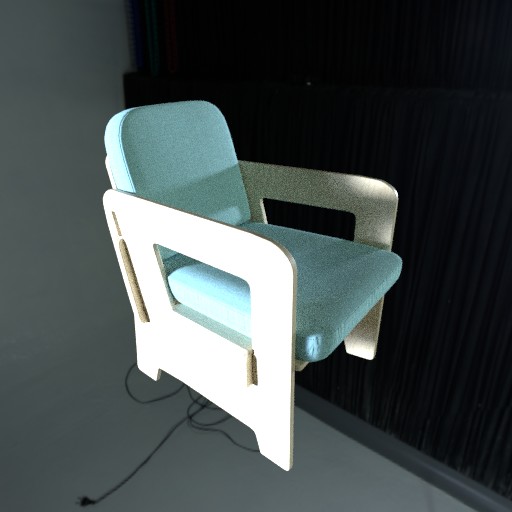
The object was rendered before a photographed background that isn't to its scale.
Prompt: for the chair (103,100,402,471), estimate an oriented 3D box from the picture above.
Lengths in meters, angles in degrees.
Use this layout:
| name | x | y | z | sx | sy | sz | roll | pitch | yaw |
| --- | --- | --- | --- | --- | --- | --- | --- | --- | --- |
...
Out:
| name | x | y | z | sx | sy | sz | roll | pitch | yaw |
| --- | --- | --- | --- | --- | --- | --- | --- | --- | --- |
| chair | 0.000 | 0.000 | 1.268 | 0.710 | 0.800 | 0.590 | 16 | 29 | 32 |
